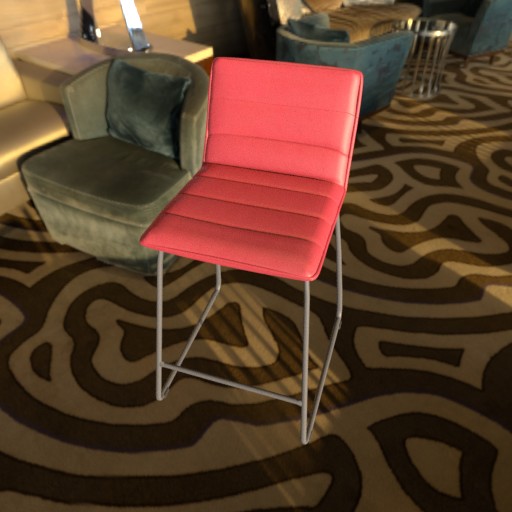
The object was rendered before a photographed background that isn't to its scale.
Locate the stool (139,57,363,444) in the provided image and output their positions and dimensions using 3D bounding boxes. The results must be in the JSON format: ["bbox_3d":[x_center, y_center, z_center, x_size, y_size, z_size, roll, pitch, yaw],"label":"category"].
[{"bbox_3d":[0.000,0.000,1.190,0.489,0.866,0.524,12,41,14],"label":"stool"}]
